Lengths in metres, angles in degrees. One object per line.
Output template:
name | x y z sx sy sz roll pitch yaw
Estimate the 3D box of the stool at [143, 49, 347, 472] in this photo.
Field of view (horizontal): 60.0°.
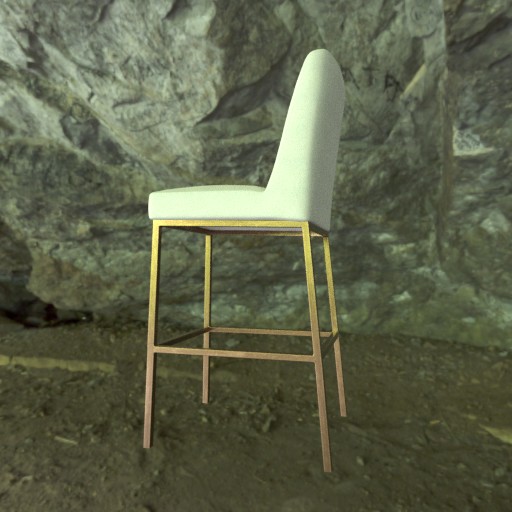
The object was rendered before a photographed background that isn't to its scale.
stool | 0.000 0.000 1.394 0.546 1.084 0.462 0 -1 17
